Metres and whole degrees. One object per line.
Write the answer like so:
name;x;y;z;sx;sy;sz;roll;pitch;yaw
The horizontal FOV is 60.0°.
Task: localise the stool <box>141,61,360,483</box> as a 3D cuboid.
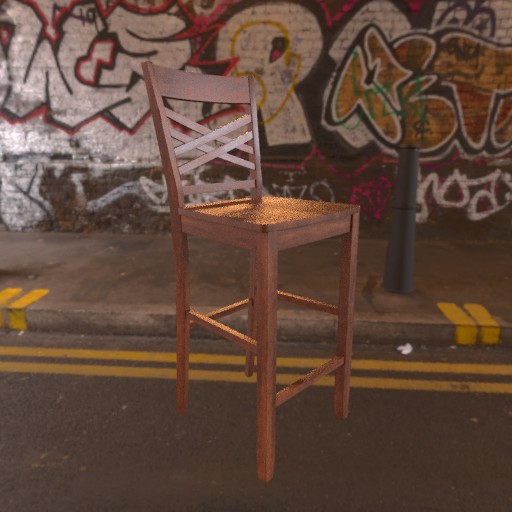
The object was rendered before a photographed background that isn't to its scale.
stool;0.000;0.000;1.358;0.487;1.105;0.433;13;20;42
